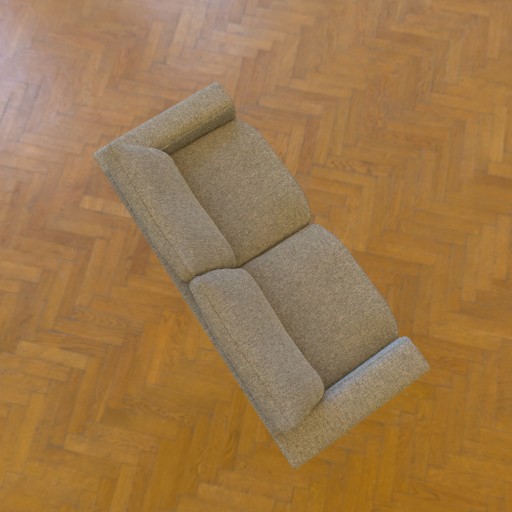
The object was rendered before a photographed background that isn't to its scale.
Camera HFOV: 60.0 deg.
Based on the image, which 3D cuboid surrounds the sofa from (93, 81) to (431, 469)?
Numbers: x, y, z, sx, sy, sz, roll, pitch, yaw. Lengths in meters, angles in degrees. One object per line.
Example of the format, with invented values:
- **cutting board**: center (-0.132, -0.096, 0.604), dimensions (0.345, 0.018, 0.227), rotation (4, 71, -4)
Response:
- **sofa**: center (0.000, 0.000, 2.830), dimensions (1.040, 0.922, 2.299), rotation (-33, 79, -8)
